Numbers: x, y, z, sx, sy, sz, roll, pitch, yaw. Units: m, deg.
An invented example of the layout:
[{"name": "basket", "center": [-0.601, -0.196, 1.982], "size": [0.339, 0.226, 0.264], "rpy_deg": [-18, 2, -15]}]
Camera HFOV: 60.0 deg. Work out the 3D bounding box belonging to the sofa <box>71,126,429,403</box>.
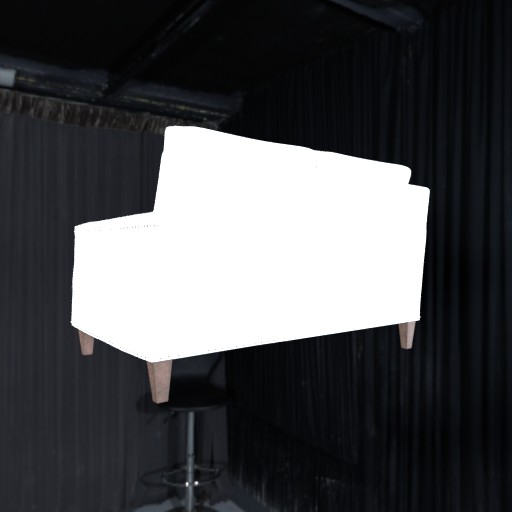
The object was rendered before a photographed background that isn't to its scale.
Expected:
[{"name": "sofa", "center": [0.000, 0.000, 2.311], "size": [1.597, 1.003, 1.084], "rpy_deg": [0, 1, -37]}]
